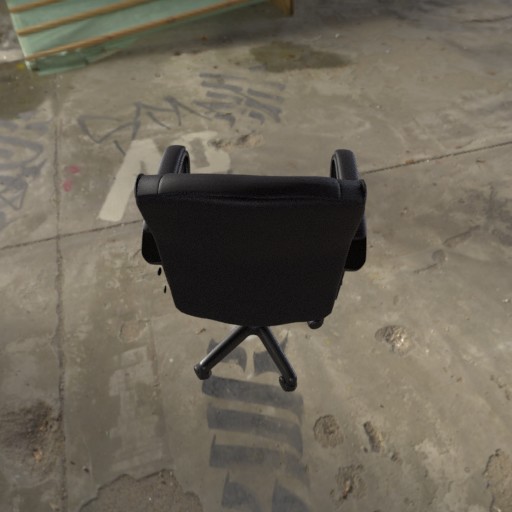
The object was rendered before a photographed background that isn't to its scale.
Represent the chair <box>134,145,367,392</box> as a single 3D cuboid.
[{"bbox_3d":[0.000,0.000,1.346,0.576,0.998,0.641,2,47,2],"label":"chair"}]
